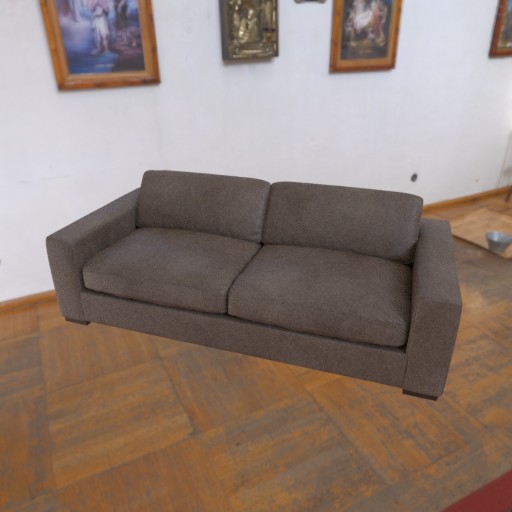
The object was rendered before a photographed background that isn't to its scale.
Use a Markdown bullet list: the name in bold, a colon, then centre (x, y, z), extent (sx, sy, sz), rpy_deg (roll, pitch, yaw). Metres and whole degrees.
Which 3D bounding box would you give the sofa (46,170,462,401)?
- **sofa**: centre (0.000, 0.000, 2.751), extent (2.262, 0.801, 1.070), rpy_deg (8, 27, 16)
